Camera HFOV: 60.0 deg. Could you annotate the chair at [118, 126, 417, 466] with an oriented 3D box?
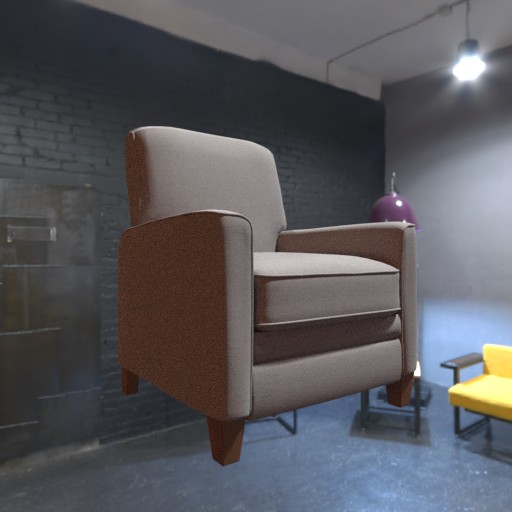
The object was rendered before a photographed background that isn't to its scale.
[{"bbox_3d":[0.000,0.000,1.603,0.845,1.023,0.859,0,1,-36],"label":"chair"}]
